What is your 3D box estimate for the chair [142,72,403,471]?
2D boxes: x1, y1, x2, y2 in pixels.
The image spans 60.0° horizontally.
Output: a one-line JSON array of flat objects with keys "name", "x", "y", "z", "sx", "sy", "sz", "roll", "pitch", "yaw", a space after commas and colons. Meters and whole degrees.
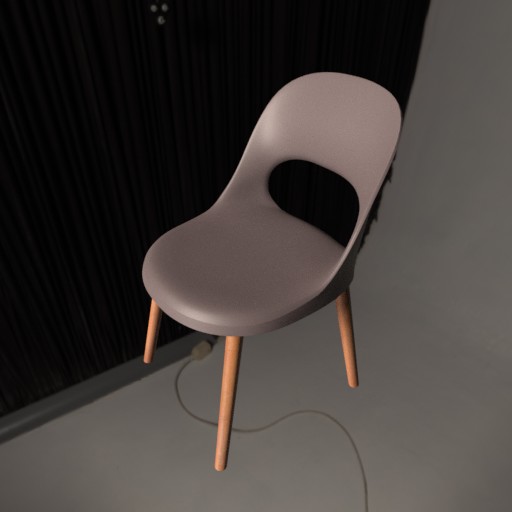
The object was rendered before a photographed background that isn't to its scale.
[{"name": "chair", "x": 0.000, "y": 0.000, "z": 1.113, "sx": 0.556, "sy": 0.794, "sz": 0.470, "roll": -21, "pitch": 39, "yaw": -29}]
